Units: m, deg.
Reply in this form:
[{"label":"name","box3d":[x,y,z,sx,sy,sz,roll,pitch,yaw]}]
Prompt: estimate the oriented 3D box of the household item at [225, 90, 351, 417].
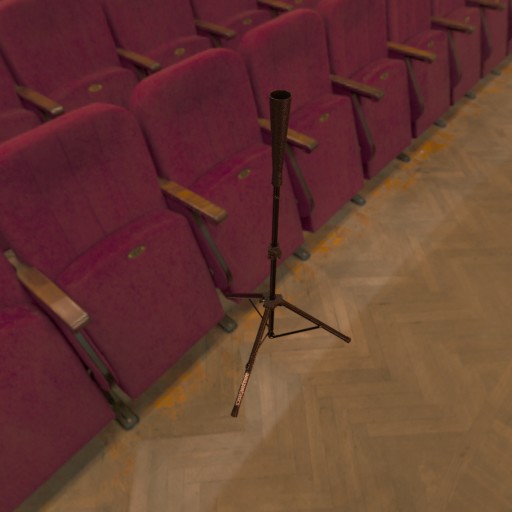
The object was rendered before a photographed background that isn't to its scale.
[{"label":"household item","box3d":[0.000,0.000,1.414,0.559,1.067,0.559,31,53,27]}]
